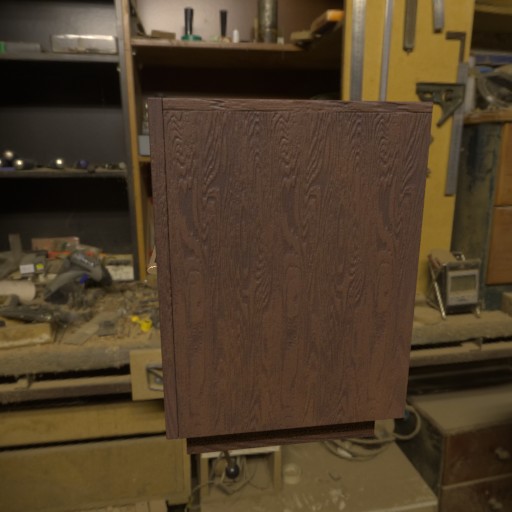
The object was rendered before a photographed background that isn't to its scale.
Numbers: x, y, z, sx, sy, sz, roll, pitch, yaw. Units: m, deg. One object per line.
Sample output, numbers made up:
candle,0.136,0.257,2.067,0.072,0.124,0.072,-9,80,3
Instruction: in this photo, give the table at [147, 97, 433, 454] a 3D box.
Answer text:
table,0.000,0.000,0.952,0.439,0.585,0.560,-2,14,-8
